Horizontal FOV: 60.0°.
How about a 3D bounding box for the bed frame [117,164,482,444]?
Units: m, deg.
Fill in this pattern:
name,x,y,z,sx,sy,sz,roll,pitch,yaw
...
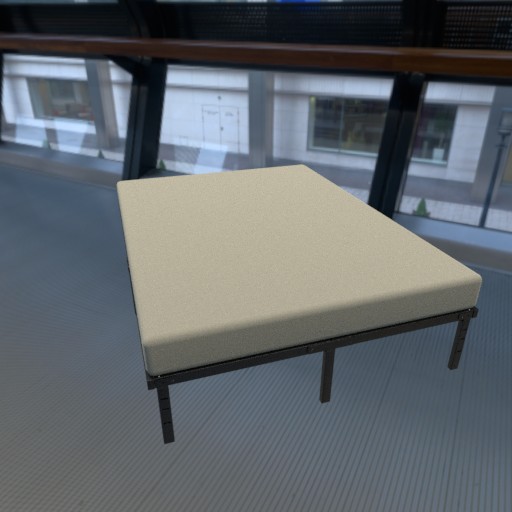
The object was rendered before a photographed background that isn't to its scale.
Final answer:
name,x,y,z,sx,sy,sz,roll,pitch,yaw
bed frame,0.000,0.000,3.569,1.990,0.680,2.635,-8,28,-16
